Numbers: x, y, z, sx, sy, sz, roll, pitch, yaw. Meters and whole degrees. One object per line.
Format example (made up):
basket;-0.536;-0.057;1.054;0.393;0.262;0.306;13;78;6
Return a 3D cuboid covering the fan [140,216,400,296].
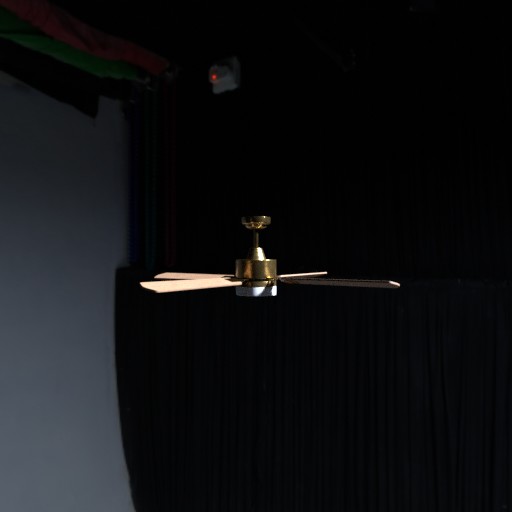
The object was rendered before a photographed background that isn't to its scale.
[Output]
fan;0.000;0.000;2.048;1.320;0.355;1.320;0;0;35
